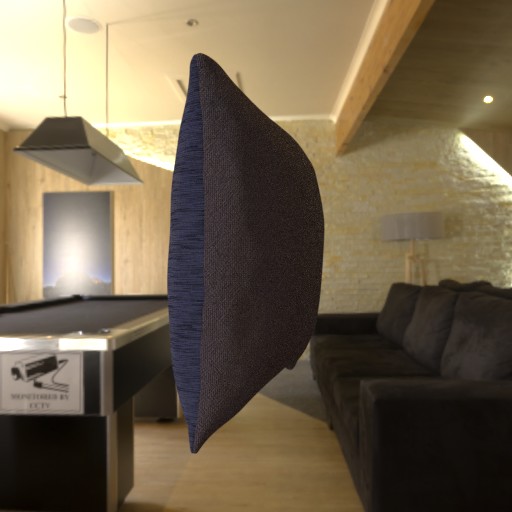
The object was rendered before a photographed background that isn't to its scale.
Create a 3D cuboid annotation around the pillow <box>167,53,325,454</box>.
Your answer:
[{"bbox_3d":[0.000,0.000,0.683,0.204,0.439,0.452,0,-1,18],"label":"pillow"}]
